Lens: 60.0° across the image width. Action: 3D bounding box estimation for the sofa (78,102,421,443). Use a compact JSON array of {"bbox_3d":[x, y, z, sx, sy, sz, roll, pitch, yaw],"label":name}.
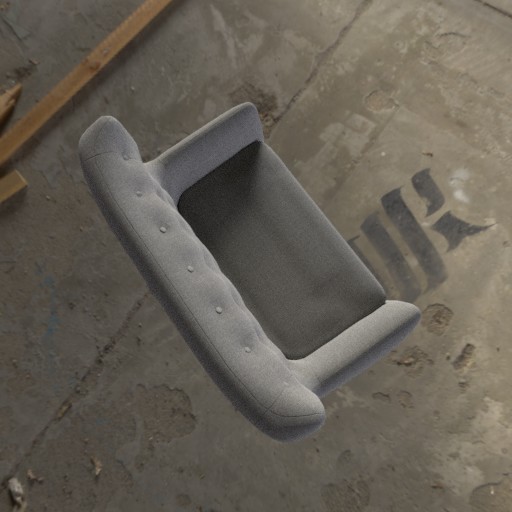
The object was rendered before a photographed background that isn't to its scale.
[{"bbox_3d":[0.000,0.000,2.030,0.884,1.028,1.386,-35,78,-8],"label":"sofa"}]
